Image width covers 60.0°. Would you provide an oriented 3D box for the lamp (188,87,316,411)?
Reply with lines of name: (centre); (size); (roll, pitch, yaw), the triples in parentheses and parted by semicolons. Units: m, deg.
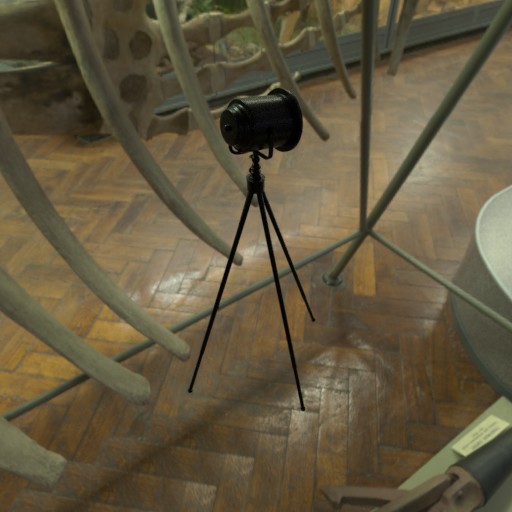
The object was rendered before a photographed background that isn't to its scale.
lamp: (0.000, 0.000, 2.062); (0.884, 1.504, 0.879); (-25, 47, -25)
